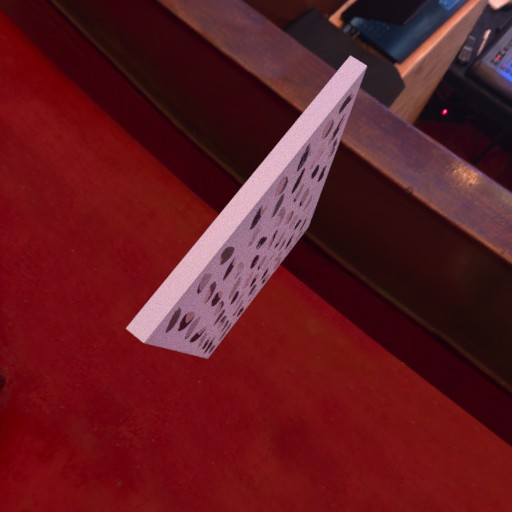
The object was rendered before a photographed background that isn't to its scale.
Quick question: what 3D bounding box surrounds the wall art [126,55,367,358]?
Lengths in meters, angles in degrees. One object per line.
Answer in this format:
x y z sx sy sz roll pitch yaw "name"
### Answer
0.000 0.000 1.175 0.037 0.916 0.610 36 78 9 "wall art"
